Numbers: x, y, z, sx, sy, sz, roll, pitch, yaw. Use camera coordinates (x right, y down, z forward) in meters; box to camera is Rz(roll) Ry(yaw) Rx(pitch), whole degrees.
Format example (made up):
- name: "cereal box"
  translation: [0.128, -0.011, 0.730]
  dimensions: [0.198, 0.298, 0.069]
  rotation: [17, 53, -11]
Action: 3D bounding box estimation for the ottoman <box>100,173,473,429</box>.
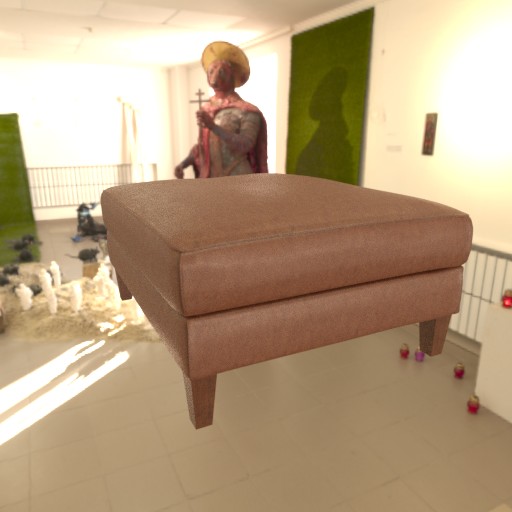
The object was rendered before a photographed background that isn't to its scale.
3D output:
- name: "ottoman"
  translation: [0.000, 0.000, 1.461]
  dimensions: [0.836, 0.472, 0.987]
  rotation: [-8, 18, -26]
